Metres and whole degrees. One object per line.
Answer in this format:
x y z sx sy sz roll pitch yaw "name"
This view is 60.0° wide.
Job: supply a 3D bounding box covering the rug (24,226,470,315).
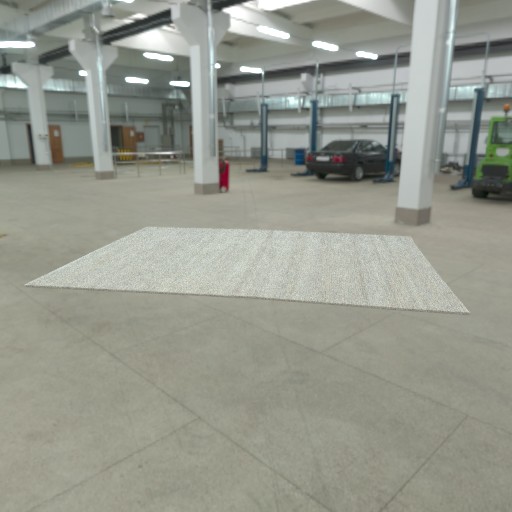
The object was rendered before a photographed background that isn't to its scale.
0.000 0.000 2.969 2.264 0.030 1.624 3 15 10 "rug"
